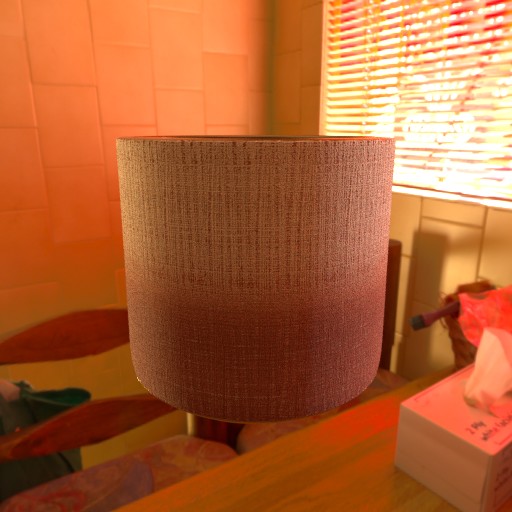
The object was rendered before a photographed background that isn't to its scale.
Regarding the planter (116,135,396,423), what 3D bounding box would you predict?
[{"bbox_3d":[0.000,0.000,0.385,0.221,0.201,0.221,0,16,0],"label":"planter"}]
